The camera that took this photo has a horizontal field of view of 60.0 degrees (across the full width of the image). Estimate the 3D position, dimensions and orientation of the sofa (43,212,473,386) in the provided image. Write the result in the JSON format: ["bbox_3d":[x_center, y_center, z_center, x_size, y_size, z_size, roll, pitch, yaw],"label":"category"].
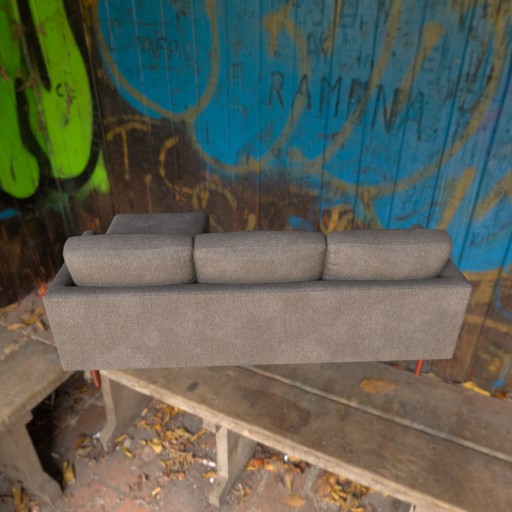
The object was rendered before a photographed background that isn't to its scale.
[{"bbox_3d":[0.000,0.000,3.021,2.233,0.956,1.504,-1,30,-2],"label":"sofa"}]
